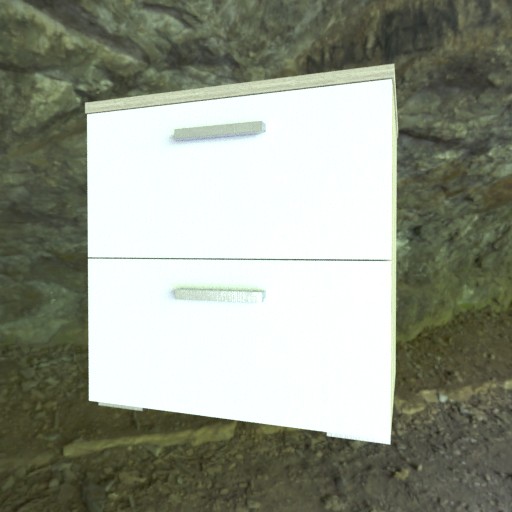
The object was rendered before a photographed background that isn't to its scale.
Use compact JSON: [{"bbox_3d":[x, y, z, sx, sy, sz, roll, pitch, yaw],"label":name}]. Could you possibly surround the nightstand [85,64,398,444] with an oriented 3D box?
[{"bbox_3d":[0.000,0.000,0.735,0.442,0.461,0.325,0,1,19],"label":"nightstand"}]
